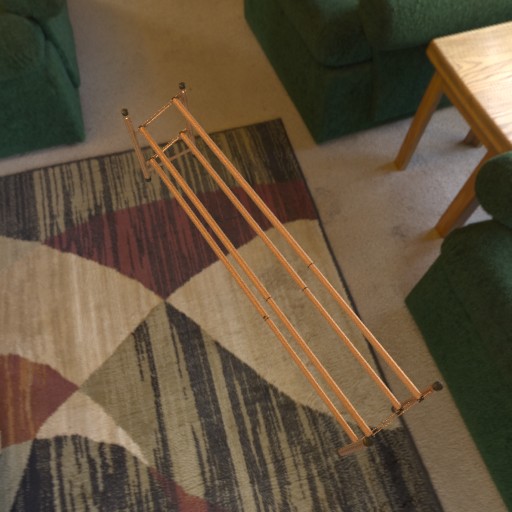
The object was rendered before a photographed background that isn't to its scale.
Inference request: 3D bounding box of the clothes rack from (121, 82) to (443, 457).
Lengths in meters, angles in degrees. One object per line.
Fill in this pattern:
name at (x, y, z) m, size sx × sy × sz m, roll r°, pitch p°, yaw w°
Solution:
clothes rack at (0.000, 0.000, 1.332) m, size 0.229 × 0.349 × 1.168 m, roll -31°, pitch 67°, yaw -15°
